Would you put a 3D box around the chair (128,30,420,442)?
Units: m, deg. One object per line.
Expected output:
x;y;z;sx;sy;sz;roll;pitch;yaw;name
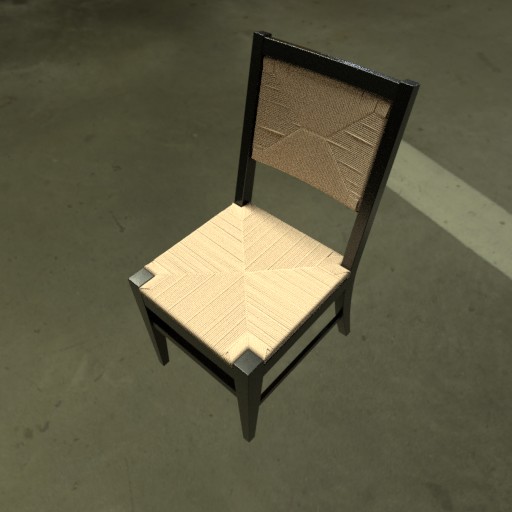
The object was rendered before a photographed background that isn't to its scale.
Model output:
0.000;0.000;1.209;0.437;0.927;0.552;33;55;27;chair
